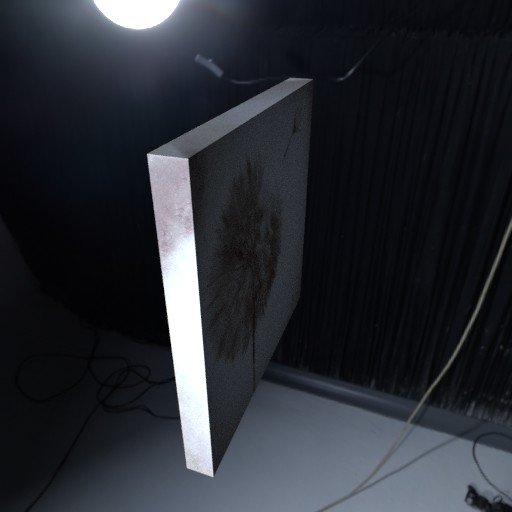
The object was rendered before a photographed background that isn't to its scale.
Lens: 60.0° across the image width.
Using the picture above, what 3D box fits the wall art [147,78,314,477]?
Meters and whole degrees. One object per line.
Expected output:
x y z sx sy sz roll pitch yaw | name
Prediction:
0.000 0.000 0.461 0.028 0.303 0.303 11 32 17 | wall art
